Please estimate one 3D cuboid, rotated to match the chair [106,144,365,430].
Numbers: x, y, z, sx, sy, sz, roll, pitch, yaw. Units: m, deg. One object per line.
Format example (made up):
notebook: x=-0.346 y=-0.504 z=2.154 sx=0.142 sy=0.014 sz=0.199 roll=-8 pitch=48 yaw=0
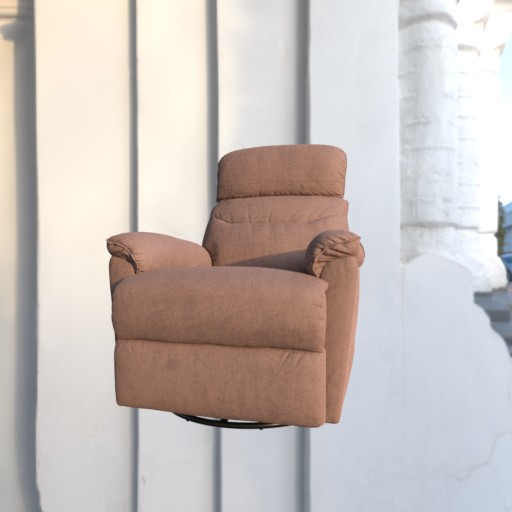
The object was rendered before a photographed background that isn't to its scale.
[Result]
chair: x=0.000 y=0.000 z=1.703 sx=0.820 sy=1.037 sz=1.004 roll=0 pitch=1 yaw=16
